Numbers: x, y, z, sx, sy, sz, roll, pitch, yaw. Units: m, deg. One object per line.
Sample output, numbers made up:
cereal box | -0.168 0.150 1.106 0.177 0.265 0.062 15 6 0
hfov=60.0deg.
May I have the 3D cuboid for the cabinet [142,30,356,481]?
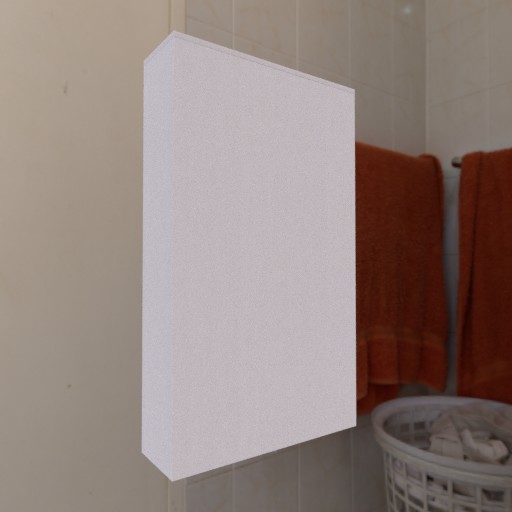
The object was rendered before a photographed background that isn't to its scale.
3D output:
cabinet | 0.000 0.000 1.574 0.750 1.280 0.250 1 -1 -35
